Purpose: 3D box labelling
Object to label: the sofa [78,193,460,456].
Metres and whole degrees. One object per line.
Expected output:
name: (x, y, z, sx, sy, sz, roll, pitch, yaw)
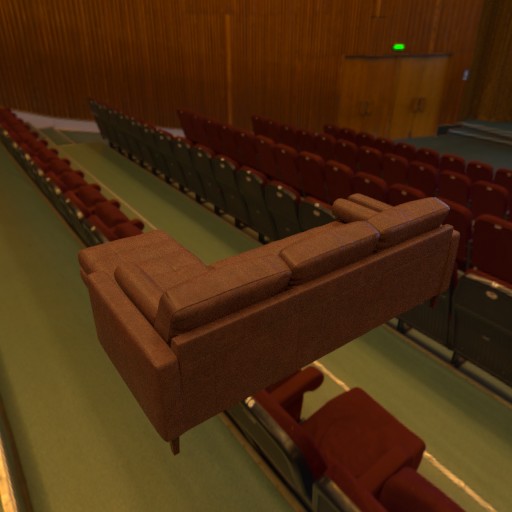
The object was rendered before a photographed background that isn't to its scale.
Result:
sofa: (0.000, 0.000, 2.983, 2.185, 0.841, 1.613, -19, 34, -31)
